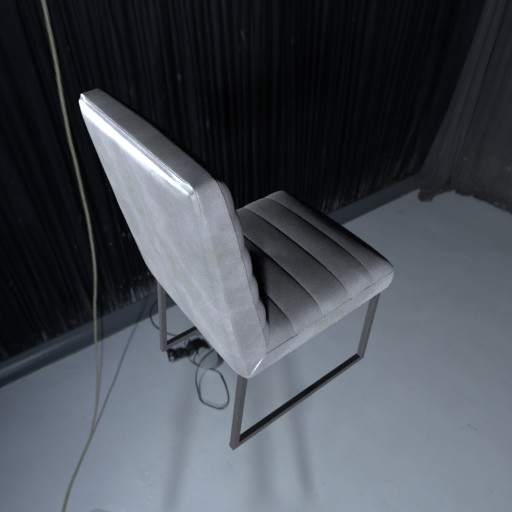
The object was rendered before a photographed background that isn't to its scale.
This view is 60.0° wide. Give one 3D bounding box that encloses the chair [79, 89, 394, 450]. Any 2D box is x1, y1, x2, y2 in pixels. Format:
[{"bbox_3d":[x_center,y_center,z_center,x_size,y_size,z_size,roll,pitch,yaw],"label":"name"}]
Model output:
[{"bbox_3d":[0.000,0.000,1.257,0.634,0.930,0.520,-26,47,-27],"label":"chair"}]
